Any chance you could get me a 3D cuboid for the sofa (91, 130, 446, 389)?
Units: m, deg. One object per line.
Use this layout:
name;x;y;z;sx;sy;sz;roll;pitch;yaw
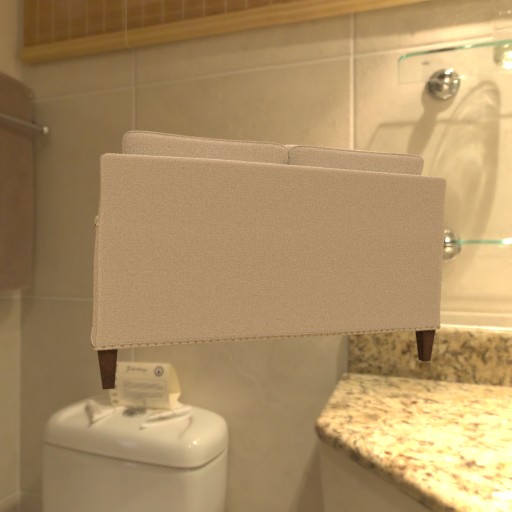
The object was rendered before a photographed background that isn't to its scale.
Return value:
sofa;0.000;0.000;2.291;1.597;1.003;1.084;0;0;-18
